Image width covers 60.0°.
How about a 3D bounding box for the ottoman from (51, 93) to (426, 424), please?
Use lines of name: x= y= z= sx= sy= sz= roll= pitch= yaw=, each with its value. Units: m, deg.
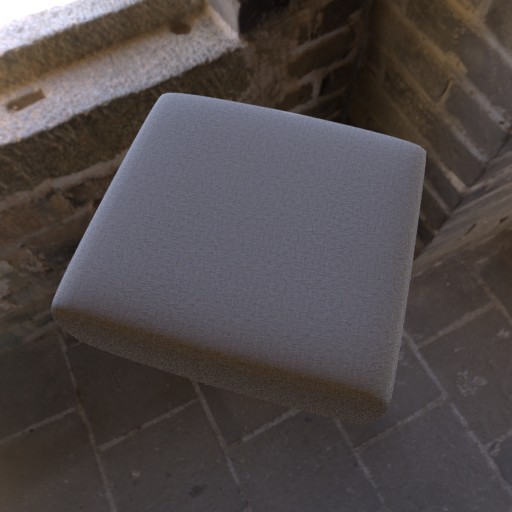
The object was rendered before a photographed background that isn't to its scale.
ottoman: x=0.000 y=0.000 z=1.072 sx=0.655 sy=0.399 sz=0.648 roll=14 pitch=64 yaw=7
